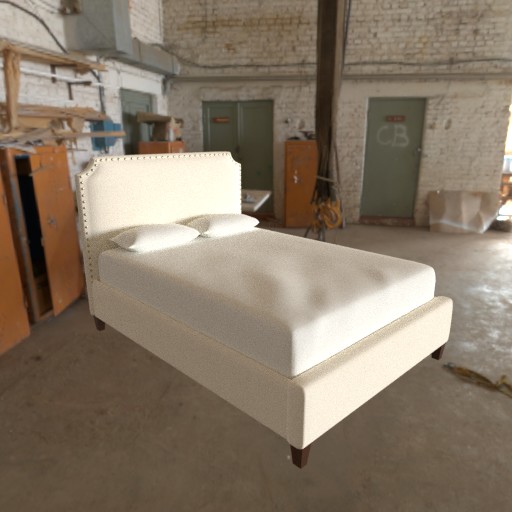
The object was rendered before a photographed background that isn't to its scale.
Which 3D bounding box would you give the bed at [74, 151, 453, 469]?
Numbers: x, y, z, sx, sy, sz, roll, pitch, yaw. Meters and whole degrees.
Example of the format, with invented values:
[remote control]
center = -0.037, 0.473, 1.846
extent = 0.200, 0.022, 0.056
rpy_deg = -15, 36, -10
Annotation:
[bed]
center = 0.000, 0.000, 3.370
extent = 1.712, 1.443, 2.365
rpy_deg = -15, 21, -42
